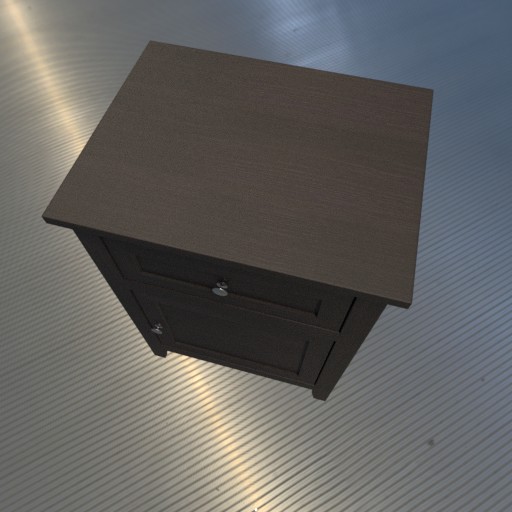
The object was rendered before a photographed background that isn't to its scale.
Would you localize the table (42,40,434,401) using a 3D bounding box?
[{"bbox_3d":[0.000,0.000,0.916,0.480,0.635,0.381,13,61,7],"label":"table"}]
